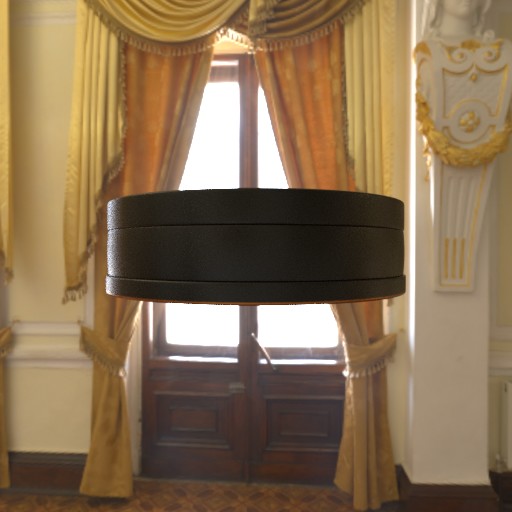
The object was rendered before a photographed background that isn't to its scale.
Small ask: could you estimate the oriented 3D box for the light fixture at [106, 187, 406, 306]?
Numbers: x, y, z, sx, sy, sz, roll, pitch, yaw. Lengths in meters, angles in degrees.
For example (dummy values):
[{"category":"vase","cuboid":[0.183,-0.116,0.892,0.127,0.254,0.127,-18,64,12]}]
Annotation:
[{"category":"light fixture","cuboid":[0.000,0.000,0.442,0.283,0.097,0.283,0,1,0]}]
